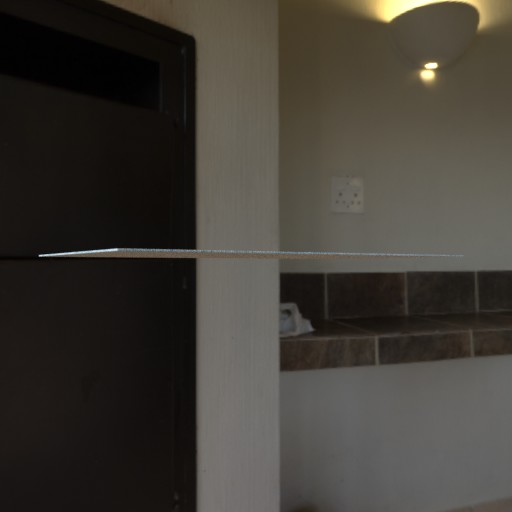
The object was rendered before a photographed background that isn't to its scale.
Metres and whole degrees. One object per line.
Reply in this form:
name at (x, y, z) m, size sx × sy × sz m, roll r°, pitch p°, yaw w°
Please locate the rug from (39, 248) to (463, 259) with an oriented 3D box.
rug at (0.000, 0.000, 2.183) m, size 1.752 × 0.006 × 1.142 m, roll 1°, pitch -1°, yaw -36°
